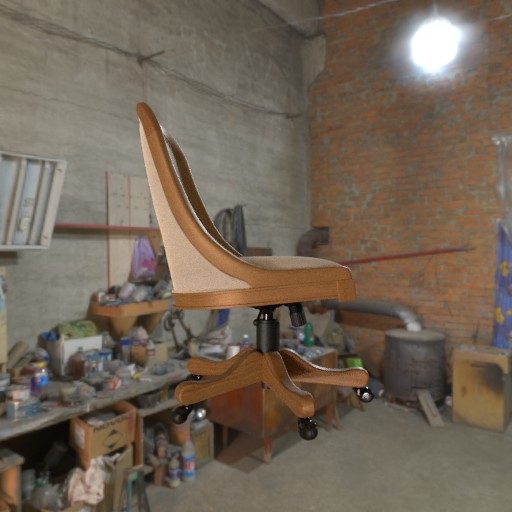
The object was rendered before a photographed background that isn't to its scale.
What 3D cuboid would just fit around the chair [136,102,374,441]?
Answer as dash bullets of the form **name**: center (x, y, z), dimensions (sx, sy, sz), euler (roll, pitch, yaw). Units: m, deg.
- **chair**: center (0.000, 0.000, 1.544), dimensions (0.811, 1.009, 0.702), euler (0, -1, 2)
